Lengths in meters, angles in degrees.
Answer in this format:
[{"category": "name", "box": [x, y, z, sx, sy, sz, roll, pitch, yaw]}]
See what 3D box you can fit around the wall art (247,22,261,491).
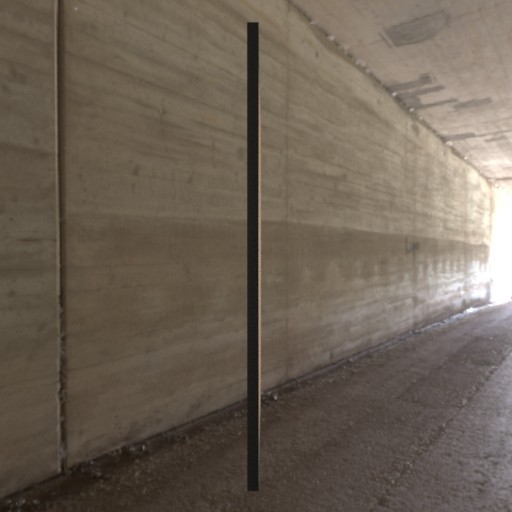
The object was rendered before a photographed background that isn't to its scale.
[{"category": "wall art", "box": [0.000, 0.000, 0.596, 0.011, 0.459, 0.326, 0, 1, 1]}]
